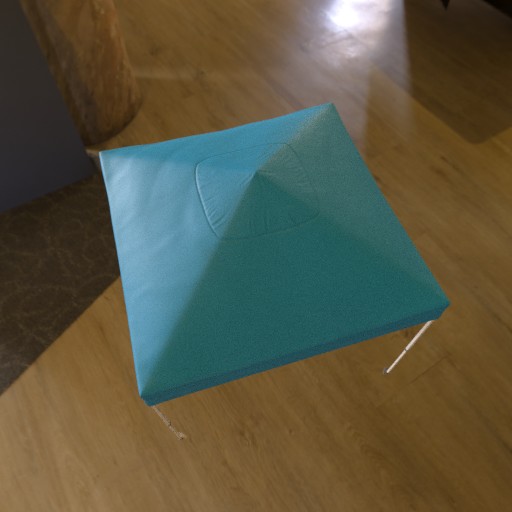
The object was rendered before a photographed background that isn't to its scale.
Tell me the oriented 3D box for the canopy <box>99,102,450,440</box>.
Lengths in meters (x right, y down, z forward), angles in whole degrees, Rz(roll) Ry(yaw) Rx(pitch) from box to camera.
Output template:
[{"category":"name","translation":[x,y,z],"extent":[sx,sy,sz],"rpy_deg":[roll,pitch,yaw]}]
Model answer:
[{"category":"canopy","translation":[0.000,0.000,5.359],"extent":[2.996,2.997,2.998],"rpy_deg":[-15,60,-9]}]
